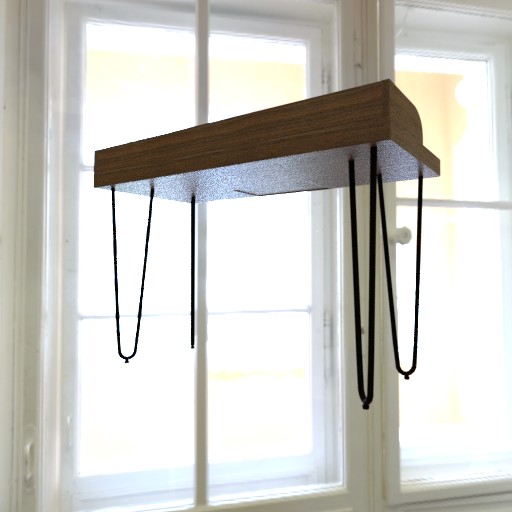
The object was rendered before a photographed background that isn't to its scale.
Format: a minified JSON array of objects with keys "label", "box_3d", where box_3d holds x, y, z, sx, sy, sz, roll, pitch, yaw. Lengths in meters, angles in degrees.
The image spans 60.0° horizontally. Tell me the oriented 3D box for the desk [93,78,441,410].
[{"label":"desk","box_3d":[0.000,0.000,1.660,1.200,0.854,0.565,-1,-2,35]}]
